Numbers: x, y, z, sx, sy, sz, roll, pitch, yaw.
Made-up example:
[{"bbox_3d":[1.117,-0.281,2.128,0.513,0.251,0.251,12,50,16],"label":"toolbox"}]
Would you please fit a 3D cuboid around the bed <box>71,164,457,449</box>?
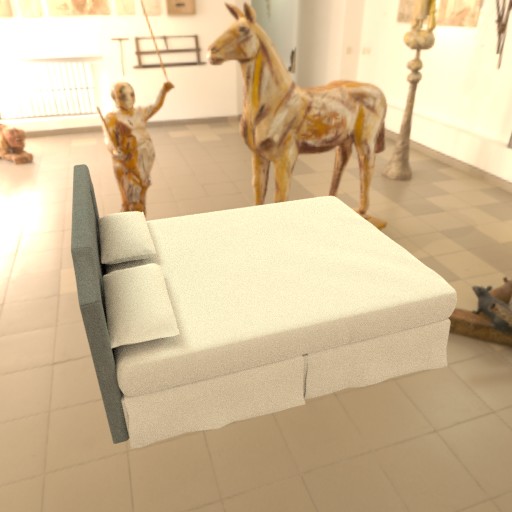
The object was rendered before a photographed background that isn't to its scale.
[{"bbox_3d":[0.000,0.000,3.479,2.464,1.306,1.977,-10,32,-16],"label":"bed"}]
